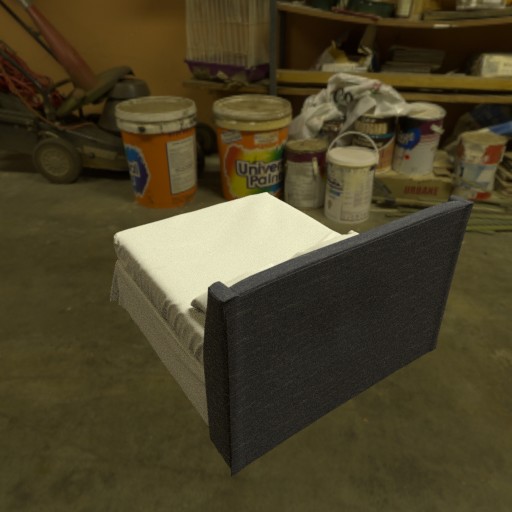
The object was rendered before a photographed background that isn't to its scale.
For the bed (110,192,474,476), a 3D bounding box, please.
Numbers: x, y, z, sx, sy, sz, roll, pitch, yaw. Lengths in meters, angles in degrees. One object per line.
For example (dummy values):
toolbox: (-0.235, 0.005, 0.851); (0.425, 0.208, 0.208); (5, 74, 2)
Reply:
bed: (0.000, 0.000, 3.530); (1.925, 1.332, 2.276); (-19, 36, -29)
